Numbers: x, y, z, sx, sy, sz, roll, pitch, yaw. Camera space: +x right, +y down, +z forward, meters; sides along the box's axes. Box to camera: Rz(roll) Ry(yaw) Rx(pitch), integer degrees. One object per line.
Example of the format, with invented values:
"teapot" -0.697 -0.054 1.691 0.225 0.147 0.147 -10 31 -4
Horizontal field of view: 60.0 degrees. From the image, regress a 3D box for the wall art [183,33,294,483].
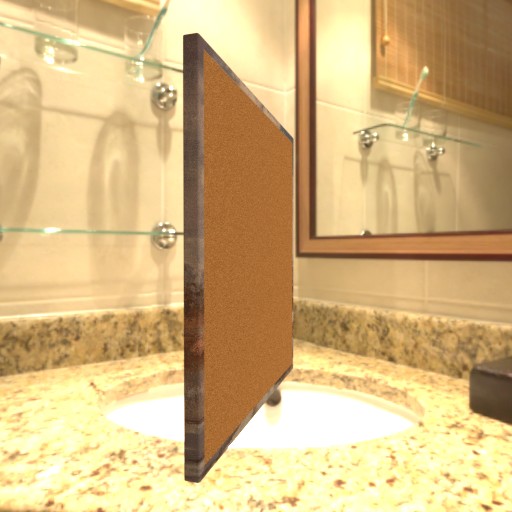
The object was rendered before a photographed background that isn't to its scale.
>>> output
"wall art" 0.000 0.000 1.308 0.035 0.897 0.888 0 1 17
